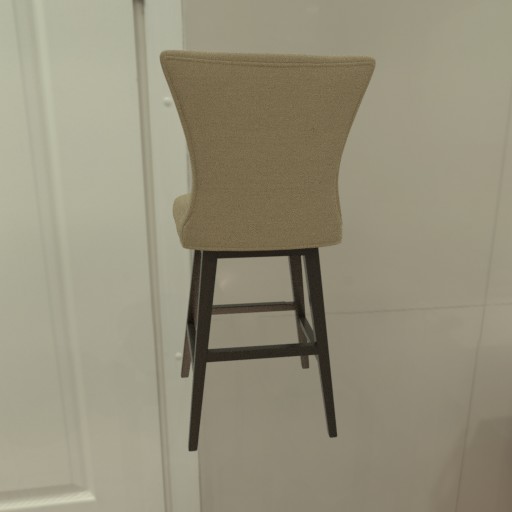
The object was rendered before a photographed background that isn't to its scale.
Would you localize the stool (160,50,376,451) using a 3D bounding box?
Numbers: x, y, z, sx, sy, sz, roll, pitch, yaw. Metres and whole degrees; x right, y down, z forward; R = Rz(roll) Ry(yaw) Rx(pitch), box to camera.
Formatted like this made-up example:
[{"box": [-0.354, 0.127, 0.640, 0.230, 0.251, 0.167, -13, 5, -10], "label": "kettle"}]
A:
[{"box": [0.000, 0.000, 1.378, 0.514, 1.086, 0.574, -2, 14, -8], "label": "stool"}]
